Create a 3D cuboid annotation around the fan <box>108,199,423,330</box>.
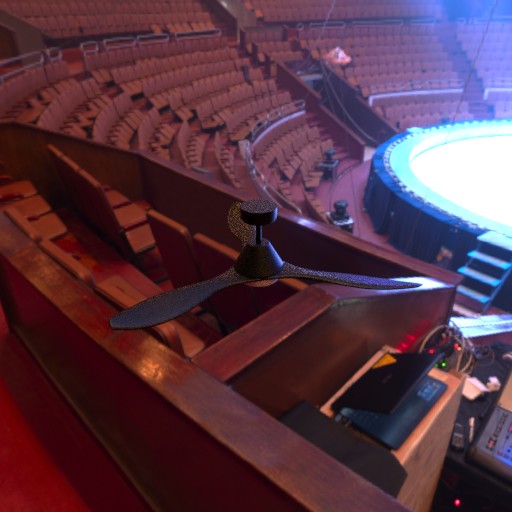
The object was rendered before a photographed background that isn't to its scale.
[{"bbox_3d":[0.000,0.000,1.641,1.067,0.305,1.067,19,34,32],"label":"fan"}]
